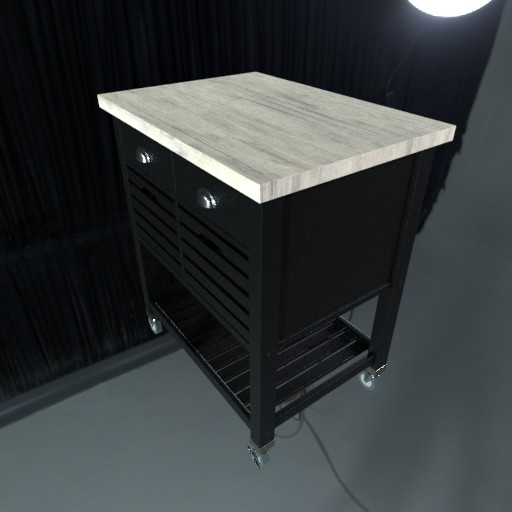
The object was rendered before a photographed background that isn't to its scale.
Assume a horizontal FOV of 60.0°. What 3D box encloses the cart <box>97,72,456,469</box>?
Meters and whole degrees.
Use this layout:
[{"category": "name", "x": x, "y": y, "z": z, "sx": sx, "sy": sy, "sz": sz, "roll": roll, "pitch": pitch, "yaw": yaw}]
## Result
[{"category": "cart", "x": 0.000, "y": 0.000, "z": 1.406, "sx": 0.567, "sy": 0.920, "sz": 0.797, "roll": -22, "pitch": 39, "yaw": -30}]
